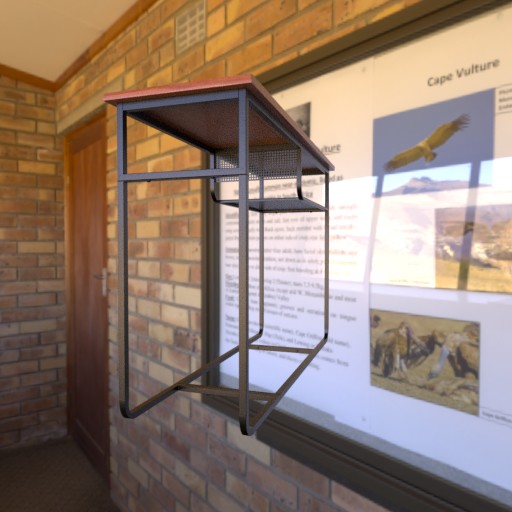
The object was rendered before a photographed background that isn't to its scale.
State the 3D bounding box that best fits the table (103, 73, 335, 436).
[{"bbox_3d":[0.000,0.000,1.460,0.350,0.750,1.100,0,2,19],"label":"table"}]
